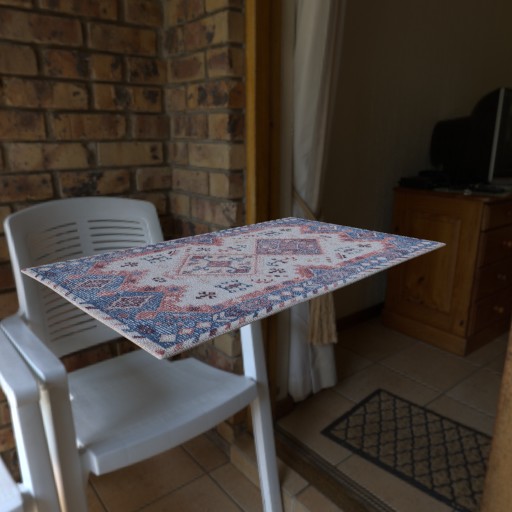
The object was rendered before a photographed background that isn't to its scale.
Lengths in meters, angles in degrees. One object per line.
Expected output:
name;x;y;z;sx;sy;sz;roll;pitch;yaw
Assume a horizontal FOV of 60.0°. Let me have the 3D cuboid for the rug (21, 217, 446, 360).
rug;0.000;0.000;2.960;2.464;0.023;1.521;-15;21;-43
